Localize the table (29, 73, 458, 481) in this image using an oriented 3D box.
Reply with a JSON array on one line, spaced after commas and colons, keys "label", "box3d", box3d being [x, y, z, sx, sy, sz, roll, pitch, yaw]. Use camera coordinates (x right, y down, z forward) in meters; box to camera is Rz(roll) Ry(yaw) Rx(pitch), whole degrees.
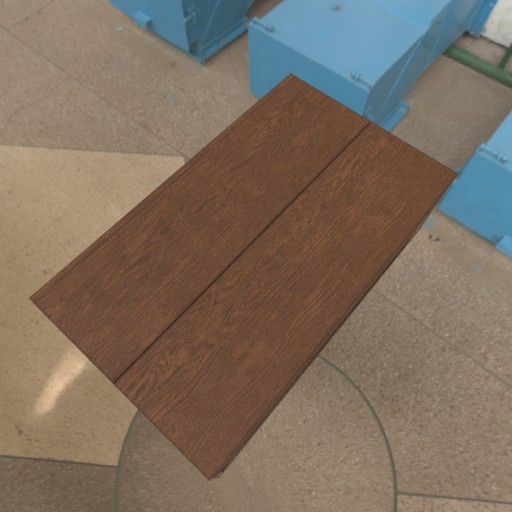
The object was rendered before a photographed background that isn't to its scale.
[{"label": "table", "box3d": [0.000, 0.000, 1.498, 0.719, 0.361, 1.167, 38, 70, 17]}]
